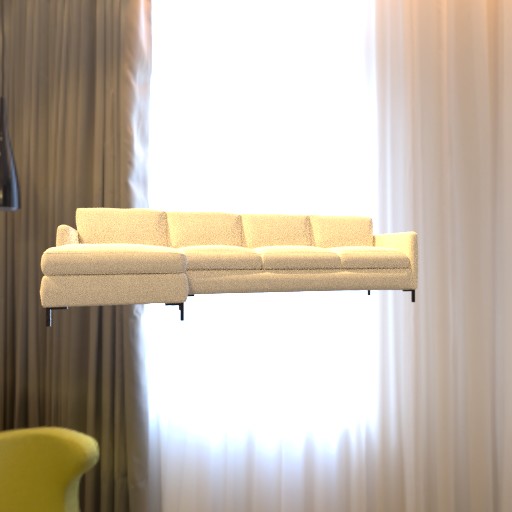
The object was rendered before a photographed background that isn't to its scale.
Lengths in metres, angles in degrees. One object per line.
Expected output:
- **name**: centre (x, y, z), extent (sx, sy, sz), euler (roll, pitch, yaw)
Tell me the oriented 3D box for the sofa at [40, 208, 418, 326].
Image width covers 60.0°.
- **sofa**: centre (0.000, 0.000, 3.822), extent (3.186, 0.875, 1.467), euler (0, 0, -17)
